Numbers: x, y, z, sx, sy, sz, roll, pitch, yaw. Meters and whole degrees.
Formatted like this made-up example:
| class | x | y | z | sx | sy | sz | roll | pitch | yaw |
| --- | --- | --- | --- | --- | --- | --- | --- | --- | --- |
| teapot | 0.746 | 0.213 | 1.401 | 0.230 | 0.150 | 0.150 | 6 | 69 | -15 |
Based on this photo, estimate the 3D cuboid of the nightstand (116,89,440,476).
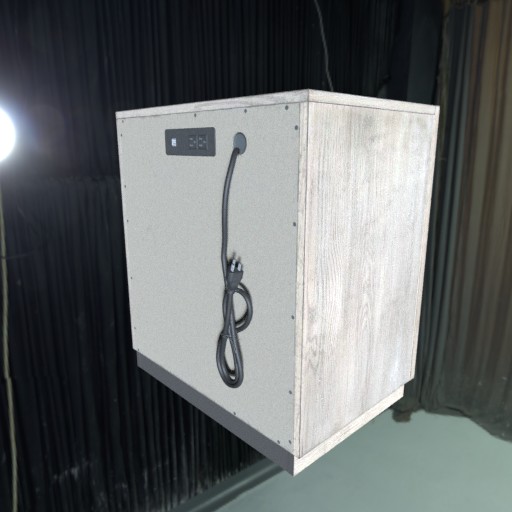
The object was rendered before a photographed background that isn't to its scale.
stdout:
| class | x | y | z | sx | sy | sz | roll | pitch | yaw |
| --- | --- | --- | --- | --- | --- | --- | --- | --- | --- |
| nightstand | 0.000 | 0.000 | 1.061 | 0.483 | 0.673 | 0.612 | -13 | 19 | -42 |
